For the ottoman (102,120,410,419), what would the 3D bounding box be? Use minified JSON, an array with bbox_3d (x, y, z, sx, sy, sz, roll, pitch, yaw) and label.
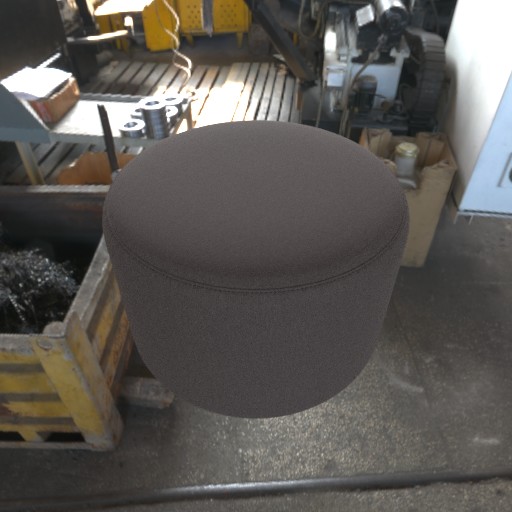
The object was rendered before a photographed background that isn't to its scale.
[{"bbox_3d":[0.000,0.000,1.004,0.608,0.433,0.608,0,42,0],"label":"ottoman"}]
